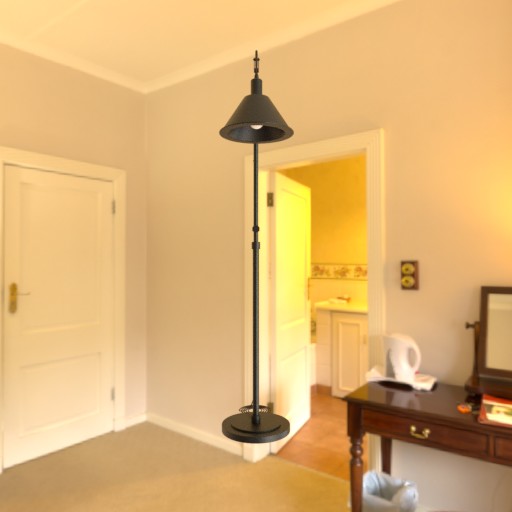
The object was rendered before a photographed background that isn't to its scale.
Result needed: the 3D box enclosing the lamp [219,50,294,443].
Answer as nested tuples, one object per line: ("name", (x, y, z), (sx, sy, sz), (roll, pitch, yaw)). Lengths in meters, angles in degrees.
("lamp", (0.000, 0.000, 2.028), (0.319, 1.626, 0.904), (0, -1, 0))
